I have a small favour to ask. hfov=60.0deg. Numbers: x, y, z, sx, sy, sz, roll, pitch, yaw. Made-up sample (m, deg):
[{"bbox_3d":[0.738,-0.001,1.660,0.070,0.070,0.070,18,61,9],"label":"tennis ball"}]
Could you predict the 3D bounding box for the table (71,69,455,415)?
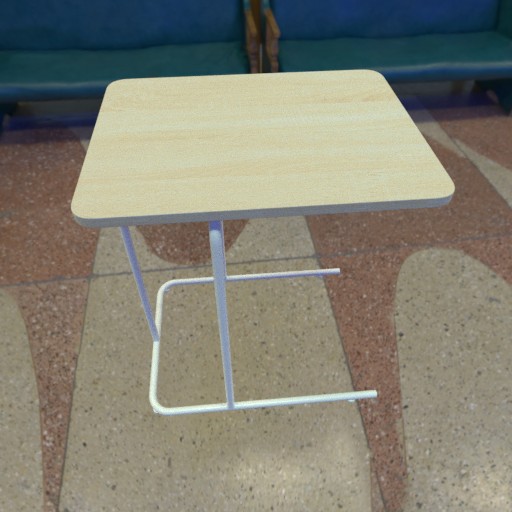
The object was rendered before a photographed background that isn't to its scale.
[{"bbox_3d":[0.000,0.000,0.859,0.480,0.550,0.370,-4,46,-4],"label":"table"}]
